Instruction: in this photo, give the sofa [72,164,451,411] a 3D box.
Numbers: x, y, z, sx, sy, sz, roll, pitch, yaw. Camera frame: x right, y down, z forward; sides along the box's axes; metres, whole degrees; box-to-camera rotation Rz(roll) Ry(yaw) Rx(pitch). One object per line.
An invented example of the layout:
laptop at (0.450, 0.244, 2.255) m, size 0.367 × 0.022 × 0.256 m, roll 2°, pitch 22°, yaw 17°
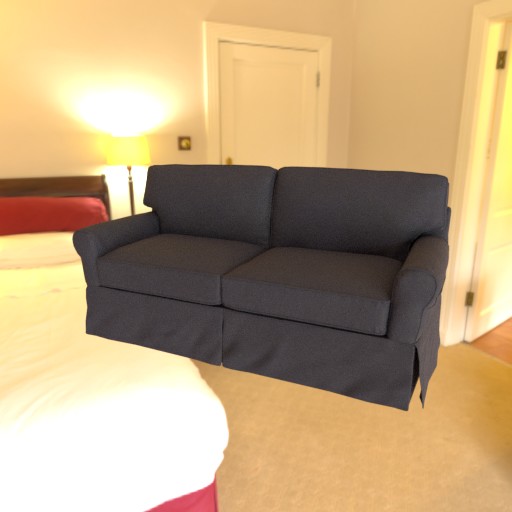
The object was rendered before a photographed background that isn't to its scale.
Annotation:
sofa at (0.000, 0.000, 2.829) m, size 2.256 × 1.094 × 0.983 m, roll 7°, pitch 17°, yaw 24°
